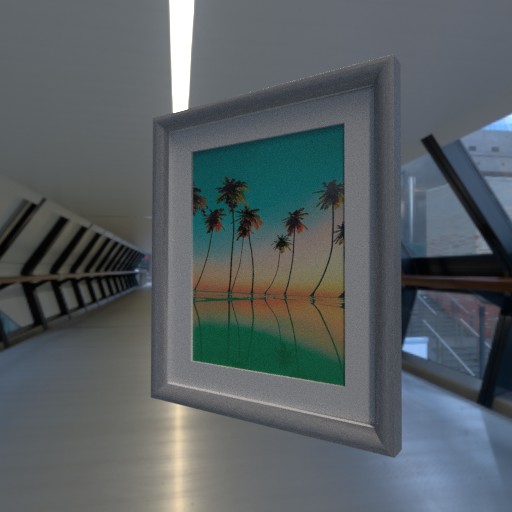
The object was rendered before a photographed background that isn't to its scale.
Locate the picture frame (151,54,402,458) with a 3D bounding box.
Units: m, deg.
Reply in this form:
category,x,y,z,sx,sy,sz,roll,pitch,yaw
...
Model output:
category,x,y,z,sx,sy,sz,roll,pitch,yaw
picture frame,0.000,0.000,0.516,0.327,0.378,0.027,-1,-1,34
